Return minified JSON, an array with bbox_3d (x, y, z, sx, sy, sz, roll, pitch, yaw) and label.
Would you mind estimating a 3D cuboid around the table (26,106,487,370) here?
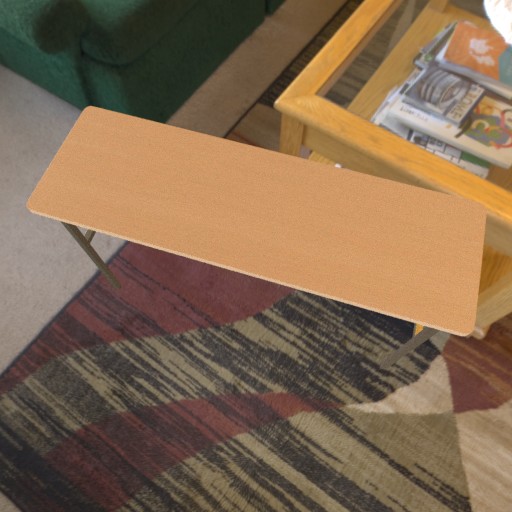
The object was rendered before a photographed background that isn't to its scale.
[{"bbox_3d":[0.000,0.000,1.738,1.397,0.750,0.446,16,66,7],"label":"table"}]
